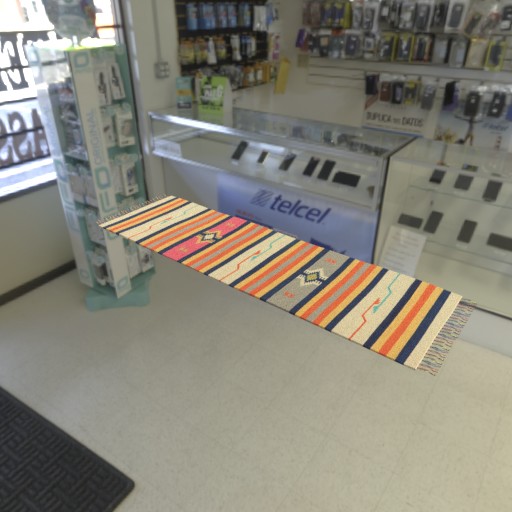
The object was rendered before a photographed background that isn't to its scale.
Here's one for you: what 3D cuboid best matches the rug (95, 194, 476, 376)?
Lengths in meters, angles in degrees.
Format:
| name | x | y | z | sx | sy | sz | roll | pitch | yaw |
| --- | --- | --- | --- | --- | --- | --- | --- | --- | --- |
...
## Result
| name | x | y | z | sx | sy | sz | roll | pitch | yaw |
| --- | --- | --- | --- | --- | --- | --- | --- | --- | --- |
| rug | 0.000 | 0.000 | 2.765 | 2.455 | 0.017 | 0.695 | 21 | 36 | 32 |
